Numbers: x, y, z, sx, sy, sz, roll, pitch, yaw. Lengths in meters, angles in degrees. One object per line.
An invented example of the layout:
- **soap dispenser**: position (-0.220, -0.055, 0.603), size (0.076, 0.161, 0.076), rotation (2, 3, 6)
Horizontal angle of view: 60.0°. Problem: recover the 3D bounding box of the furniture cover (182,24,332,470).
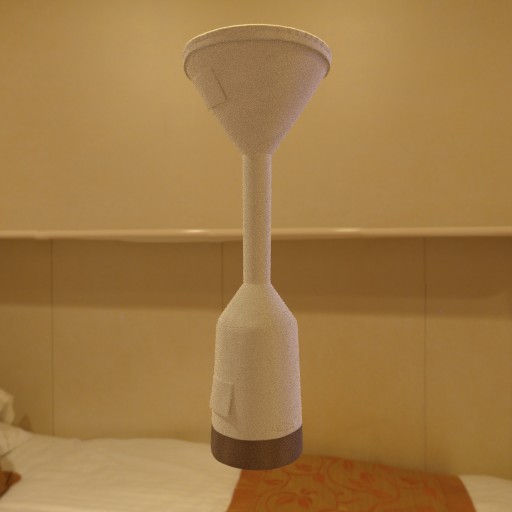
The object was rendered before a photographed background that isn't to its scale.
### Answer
- **furniture cover**: position (0.000, 0.000, 2.753), size (0.914, 2.413, 0.914), rotation (-1, 1, -35)
